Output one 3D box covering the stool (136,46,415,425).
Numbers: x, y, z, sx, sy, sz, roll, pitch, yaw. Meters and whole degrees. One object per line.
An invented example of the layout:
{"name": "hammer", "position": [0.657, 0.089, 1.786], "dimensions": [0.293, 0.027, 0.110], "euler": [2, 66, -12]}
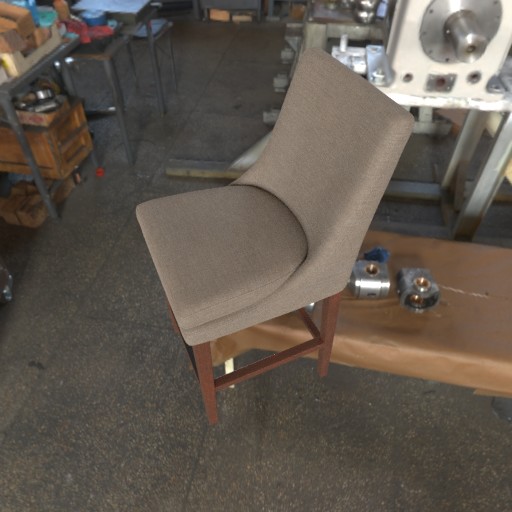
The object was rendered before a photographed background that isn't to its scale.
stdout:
{"name": "stool", "position": [0.000, 0.000, 1.299], "dimensions": [0.577, 0.981, 0.470], "euler": [-18, 49, -16]}
